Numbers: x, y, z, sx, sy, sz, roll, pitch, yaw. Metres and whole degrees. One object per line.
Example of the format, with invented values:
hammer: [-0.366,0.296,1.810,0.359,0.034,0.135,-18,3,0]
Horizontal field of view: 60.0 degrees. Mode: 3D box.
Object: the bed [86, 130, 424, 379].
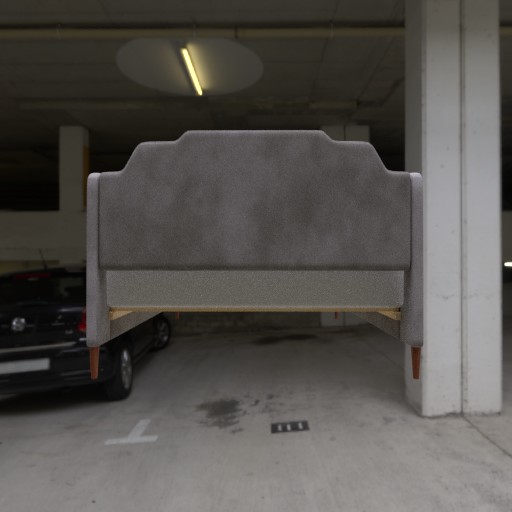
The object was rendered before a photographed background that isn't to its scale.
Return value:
bed: [0.000,0.000,3.362,1.676,1.245,2.340,0,0,0]
